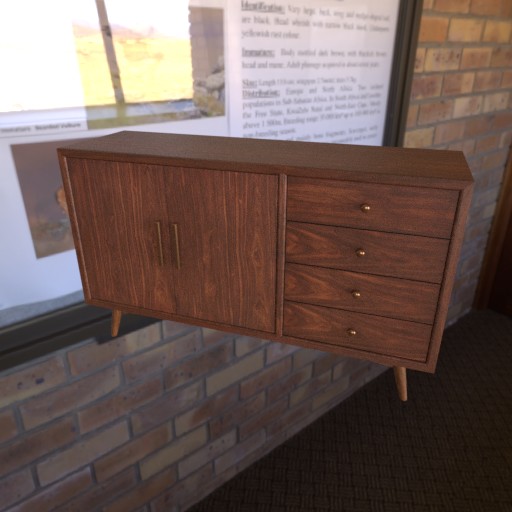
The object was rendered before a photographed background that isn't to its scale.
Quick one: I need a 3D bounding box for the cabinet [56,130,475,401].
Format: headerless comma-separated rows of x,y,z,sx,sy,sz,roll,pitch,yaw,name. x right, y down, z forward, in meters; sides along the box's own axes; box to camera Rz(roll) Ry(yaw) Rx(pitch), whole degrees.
0.000,0.000,1.985,1.575,0.940,0.505,8,26,17,cabinet
